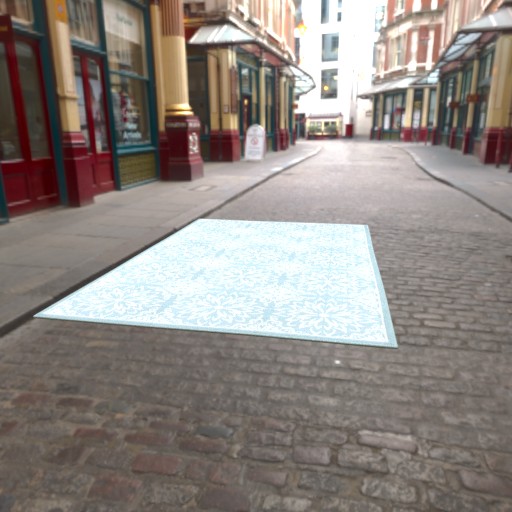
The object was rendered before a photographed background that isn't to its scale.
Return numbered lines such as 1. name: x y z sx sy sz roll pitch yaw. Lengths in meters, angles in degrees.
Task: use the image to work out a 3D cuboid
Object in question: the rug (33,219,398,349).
1. rug: 0.000 0.000 2.294 1.219 0.012 1.840 3 16 11
